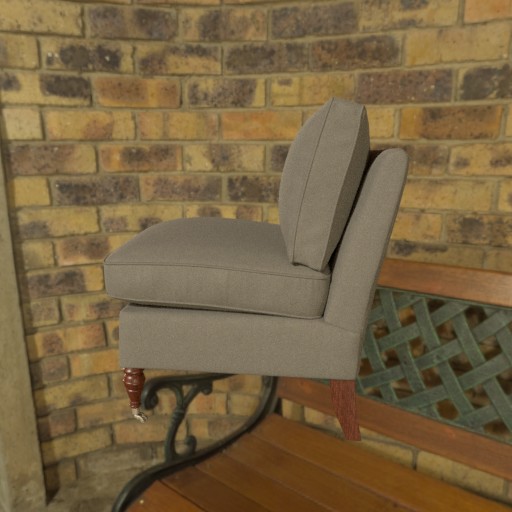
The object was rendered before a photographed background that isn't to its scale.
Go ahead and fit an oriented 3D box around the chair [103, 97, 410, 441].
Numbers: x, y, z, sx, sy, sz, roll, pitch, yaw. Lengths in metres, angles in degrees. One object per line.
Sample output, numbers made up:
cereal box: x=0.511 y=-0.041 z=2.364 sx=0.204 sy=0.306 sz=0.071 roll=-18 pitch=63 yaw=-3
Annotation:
chair: x=0.000 y=0.000 z=1.662 sx=0.924 sy=1.045 sz=0.724 roll=1 pitch=13 yaw=6
